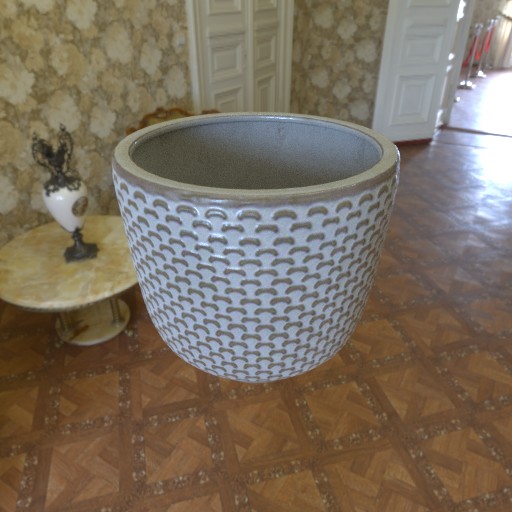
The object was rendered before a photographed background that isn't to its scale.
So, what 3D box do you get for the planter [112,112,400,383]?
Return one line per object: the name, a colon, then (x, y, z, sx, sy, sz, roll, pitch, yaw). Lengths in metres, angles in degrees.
planter: (0.000, 0.000, 0.250, 0.139, 0.130, 0.139, 0, 30, 0)
